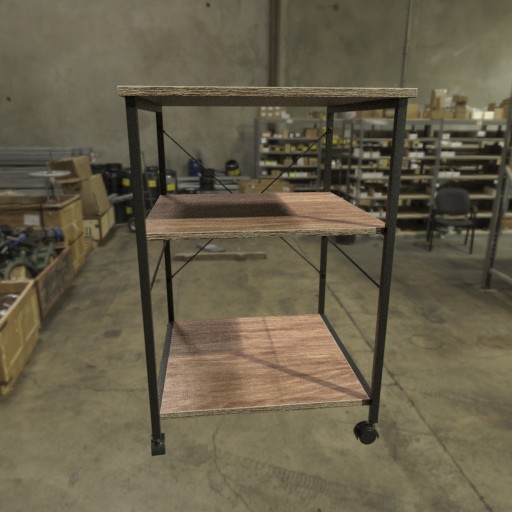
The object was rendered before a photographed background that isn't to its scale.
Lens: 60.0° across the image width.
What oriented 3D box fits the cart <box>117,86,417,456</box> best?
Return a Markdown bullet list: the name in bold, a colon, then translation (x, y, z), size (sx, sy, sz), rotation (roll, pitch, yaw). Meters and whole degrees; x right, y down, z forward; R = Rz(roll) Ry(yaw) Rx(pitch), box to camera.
- **cart**: translation (0.000, 0.000, 1.118), size (0.521, 0.762, 0.520), rotation (-2, 17, -6)
